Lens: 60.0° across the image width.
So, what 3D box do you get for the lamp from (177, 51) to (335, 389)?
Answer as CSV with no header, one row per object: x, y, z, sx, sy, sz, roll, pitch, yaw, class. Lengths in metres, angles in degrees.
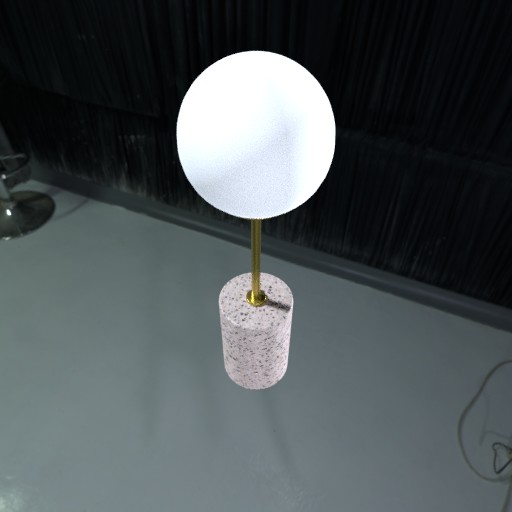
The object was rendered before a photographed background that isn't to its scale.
0.000,0.000,0.549,0.153,0.480,0.153,0,45,0,lamp
